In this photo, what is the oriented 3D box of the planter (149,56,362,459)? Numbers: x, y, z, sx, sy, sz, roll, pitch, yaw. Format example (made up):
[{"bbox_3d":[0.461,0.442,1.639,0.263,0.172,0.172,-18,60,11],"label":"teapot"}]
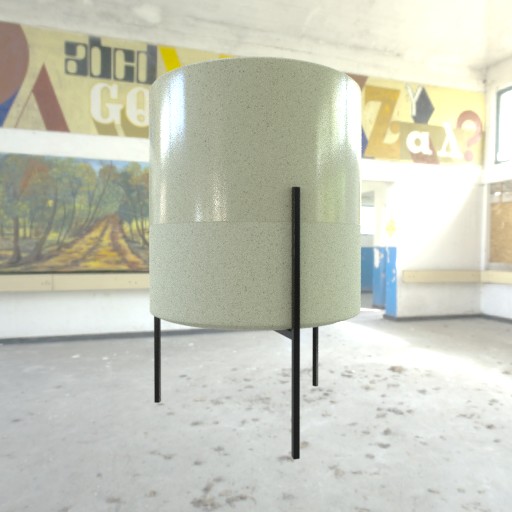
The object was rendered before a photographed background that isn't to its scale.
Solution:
[{"bbox_3d":[0.000,0.000,0.673,0.314,0.475,0.323,0,1,-17],"label":"planter"}]
